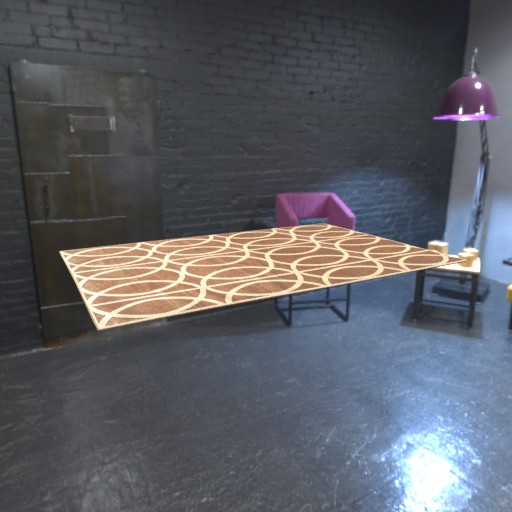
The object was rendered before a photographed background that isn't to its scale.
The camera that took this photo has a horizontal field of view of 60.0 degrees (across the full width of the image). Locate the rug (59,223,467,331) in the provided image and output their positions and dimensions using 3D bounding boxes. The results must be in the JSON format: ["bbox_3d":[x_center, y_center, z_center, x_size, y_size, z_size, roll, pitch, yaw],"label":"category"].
[{"bbox_3d":[0.000,0.000,2.970,2.294,0.014,1.528,-8,16,-28],"label":"rug"}]
